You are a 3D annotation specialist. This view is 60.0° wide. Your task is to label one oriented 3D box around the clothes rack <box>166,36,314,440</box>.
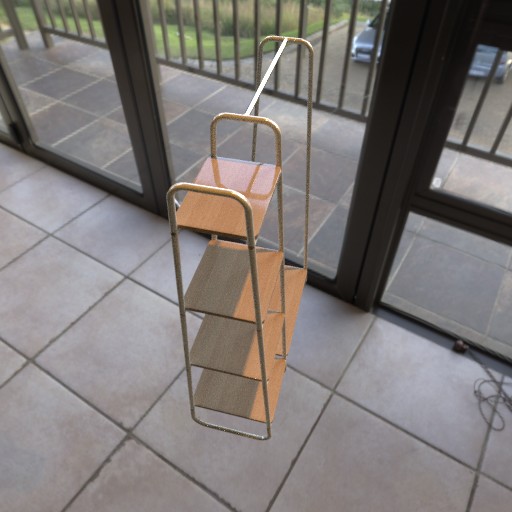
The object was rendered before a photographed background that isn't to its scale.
[{"bbox_3d":[0.000,0.000,1.965,0.400,1.500,1.011,10,47,10],"label":"clothes rack"}]
